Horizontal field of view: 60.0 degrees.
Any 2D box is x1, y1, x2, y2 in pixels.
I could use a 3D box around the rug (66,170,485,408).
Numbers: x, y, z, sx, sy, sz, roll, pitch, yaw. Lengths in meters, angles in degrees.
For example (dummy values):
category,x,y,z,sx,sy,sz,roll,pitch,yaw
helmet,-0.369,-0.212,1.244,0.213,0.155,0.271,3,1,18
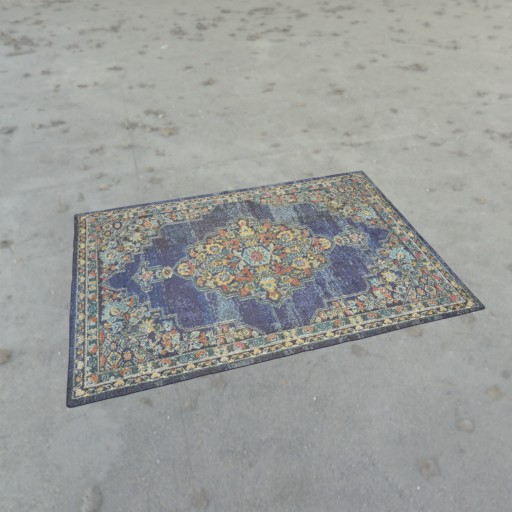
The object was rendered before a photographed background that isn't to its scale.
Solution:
category,x,y,z,sx,sy,sz,roll,pitch,yaw
rug,0.000,0.000,3.683,2.940,0.011,2.053,-11,42,-12
